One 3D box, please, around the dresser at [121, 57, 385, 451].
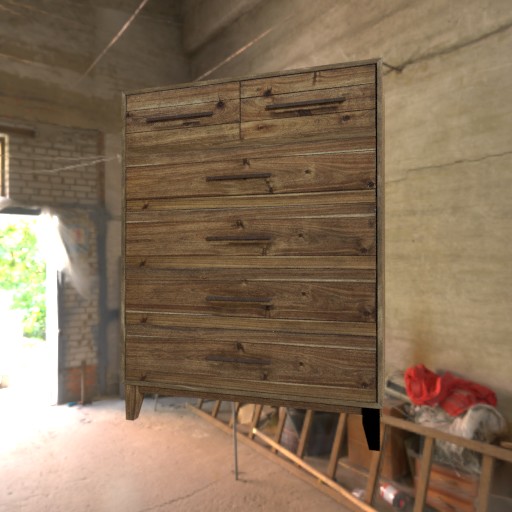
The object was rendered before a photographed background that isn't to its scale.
[{"bbox_3d":[0.000,0.000,1.915,1.062,1.393,0.442,0,0,17],"label":"dresser"}]
